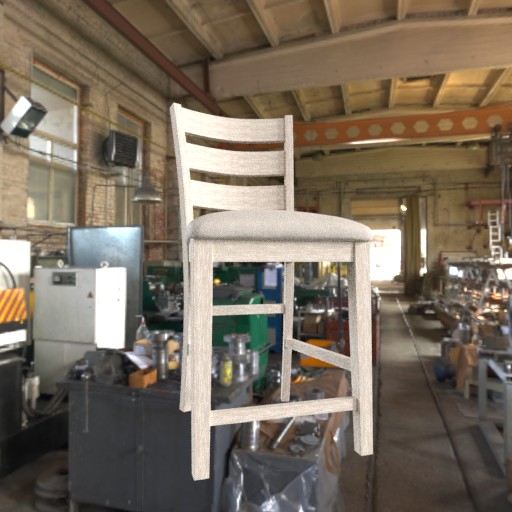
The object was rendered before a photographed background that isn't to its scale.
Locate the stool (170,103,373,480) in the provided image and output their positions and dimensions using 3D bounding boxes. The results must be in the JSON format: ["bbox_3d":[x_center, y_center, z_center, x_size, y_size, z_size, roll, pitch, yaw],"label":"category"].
[{"bbox_3d":[0.000,0.000,1.341,0.484,1.032,0.569,0,-1,-17],"label":"stool"}]
